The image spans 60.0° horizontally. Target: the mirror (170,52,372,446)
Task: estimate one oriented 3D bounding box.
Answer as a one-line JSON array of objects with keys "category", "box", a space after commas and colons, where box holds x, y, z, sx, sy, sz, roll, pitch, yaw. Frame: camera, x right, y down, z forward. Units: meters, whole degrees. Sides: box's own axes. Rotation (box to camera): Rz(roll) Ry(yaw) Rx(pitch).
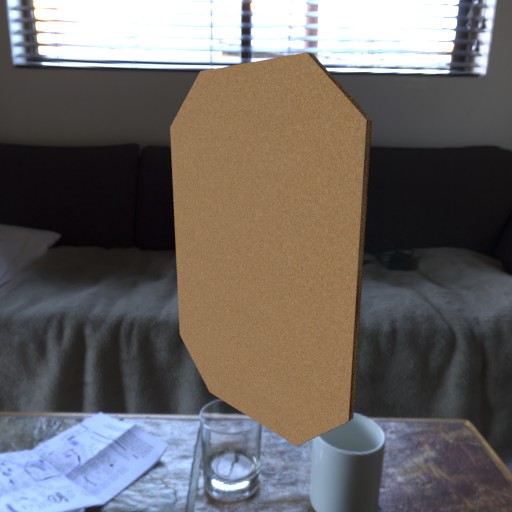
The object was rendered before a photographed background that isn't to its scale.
[{"category": "mirror", "box": [0.000, 0.000, 1.262, 0.061, 1.015, 0.709, -14, 20, -43]}]
